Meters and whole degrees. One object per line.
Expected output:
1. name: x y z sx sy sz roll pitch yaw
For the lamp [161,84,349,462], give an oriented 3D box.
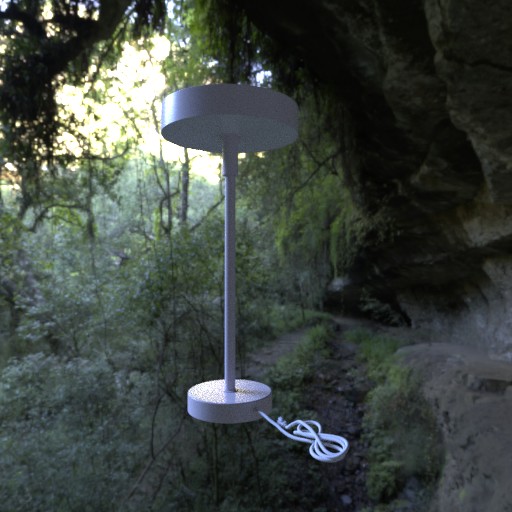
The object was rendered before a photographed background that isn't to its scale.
1. lamp: 0.000 0.000 0.688 0.229 0.508 0.369 1 -1 -38
